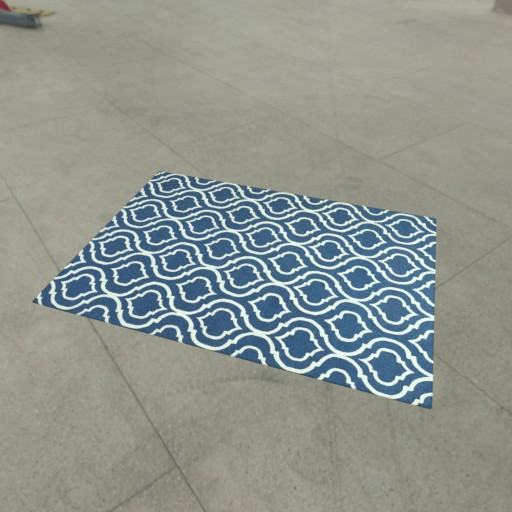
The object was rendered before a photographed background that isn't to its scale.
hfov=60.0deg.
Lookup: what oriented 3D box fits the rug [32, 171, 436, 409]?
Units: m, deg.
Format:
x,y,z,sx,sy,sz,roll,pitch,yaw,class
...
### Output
x,y,z,sx,sy,sz,roll,pitch,yaw,class
0.000,0.000,2.768,2.134,0.010,1.524,12,42,14,rug
